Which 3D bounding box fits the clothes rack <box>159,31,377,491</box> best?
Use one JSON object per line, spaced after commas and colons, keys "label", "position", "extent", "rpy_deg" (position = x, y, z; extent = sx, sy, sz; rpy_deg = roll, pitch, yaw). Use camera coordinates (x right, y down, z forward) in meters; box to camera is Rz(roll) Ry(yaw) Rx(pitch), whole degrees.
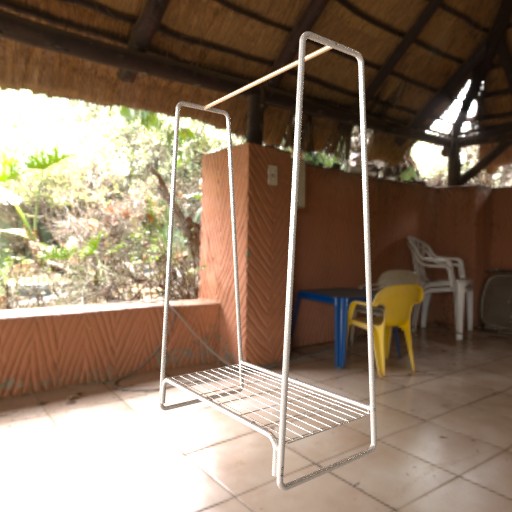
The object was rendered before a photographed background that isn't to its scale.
{"label": "clothes rack", "position": [0.000, 0.000, 1.899], "extent": [0.495, 1.500, 0.900], "rpy_deg": [-1, 1, -37]}
